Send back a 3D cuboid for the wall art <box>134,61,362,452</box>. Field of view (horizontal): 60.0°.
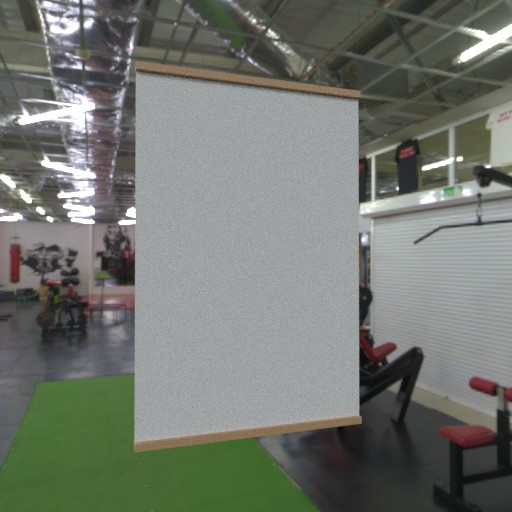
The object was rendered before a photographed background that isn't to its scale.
[{"bbox_3d":[0.000,0.000,0.635,0.335,0.510,0.013,0,-1,-18],"label":"wall art"}]
